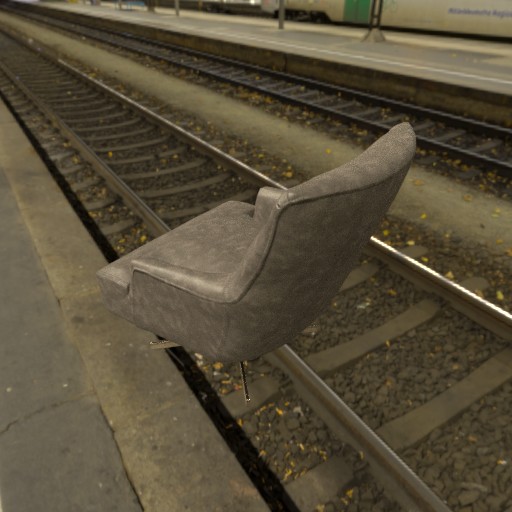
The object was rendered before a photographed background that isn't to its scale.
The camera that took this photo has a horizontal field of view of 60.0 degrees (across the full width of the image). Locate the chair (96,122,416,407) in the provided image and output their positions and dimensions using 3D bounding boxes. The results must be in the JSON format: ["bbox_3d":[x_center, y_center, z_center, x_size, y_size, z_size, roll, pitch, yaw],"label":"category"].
[{"bbox_3d":[0.000,0.000,1.512,0.874,0.870,0.738,21,37,30],"label":"chair"}]
